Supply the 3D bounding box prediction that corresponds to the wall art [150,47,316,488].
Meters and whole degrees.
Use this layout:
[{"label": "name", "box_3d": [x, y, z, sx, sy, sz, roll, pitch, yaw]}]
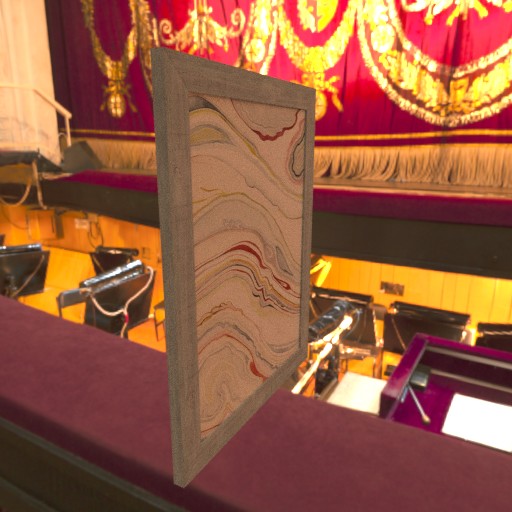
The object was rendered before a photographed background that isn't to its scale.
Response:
[{"label": "wall art", "box_3d": [0.000, 0.000, 0.800, 0.020, 0.613, 0.481, 8, 16, 28]}]
